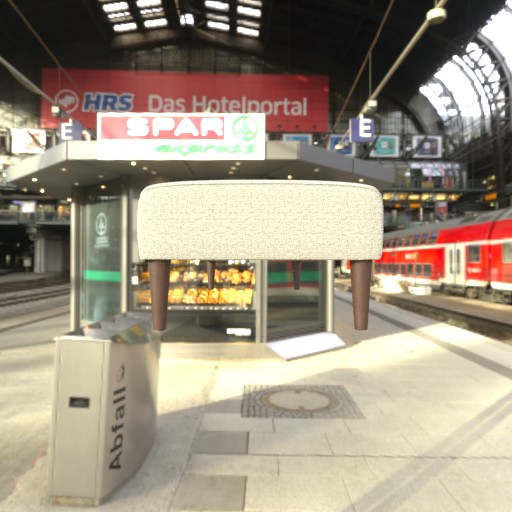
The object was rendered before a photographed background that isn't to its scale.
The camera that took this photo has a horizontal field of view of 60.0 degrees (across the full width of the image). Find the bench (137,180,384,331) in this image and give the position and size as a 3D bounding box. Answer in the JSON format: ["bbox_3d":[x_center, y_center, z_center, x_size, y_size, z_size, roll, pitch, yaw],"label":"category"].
[{"bbox_3d":[0.000,0.000,1.864,0.631,0.383,1.598,0,-1,-1],"label":"bench"}]
